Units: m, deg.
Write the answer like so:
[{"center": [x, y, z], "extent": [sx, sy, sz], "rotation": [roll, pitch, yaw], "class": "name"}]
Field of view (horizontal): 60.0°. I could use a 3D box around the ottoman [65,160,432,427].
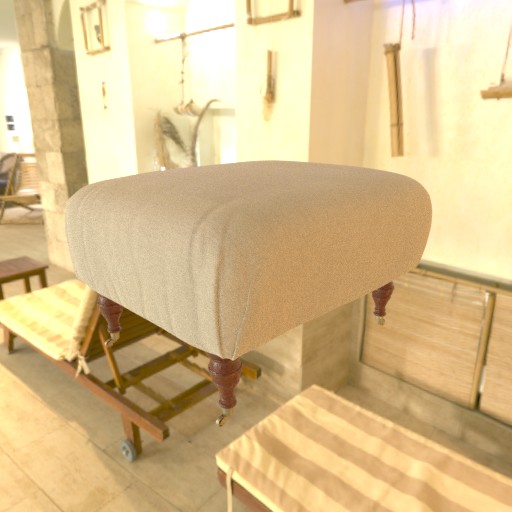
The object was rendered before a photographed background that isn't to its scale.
[{"center": [0.000, 0.000, 1.125], "extent": [0.622, 0.450, 0.746], "rotation": [16, 24, 42], "class": "ottoman"}]
